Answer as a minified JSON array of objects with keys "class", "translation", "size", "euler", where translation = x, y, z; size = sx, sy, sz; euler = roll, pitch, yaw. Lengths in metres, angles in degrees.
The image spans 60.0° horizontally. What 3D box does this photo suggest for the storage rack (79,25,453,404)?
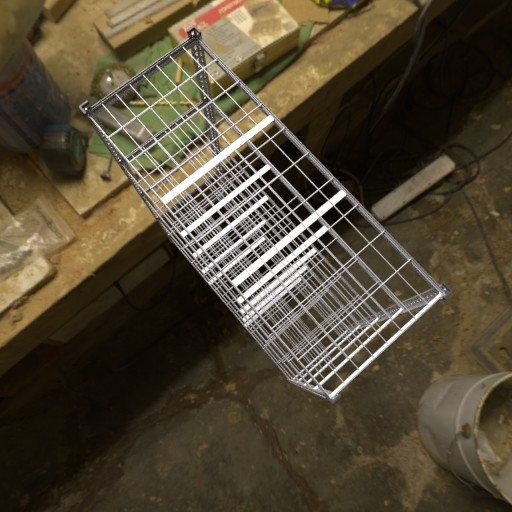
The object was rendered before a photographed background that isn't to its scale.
[{"class":"storage rack","translation":[0.000,0.000,2.675],"size":[0.610,1.981,1.524],"euler":[-40,79,-9]}]
